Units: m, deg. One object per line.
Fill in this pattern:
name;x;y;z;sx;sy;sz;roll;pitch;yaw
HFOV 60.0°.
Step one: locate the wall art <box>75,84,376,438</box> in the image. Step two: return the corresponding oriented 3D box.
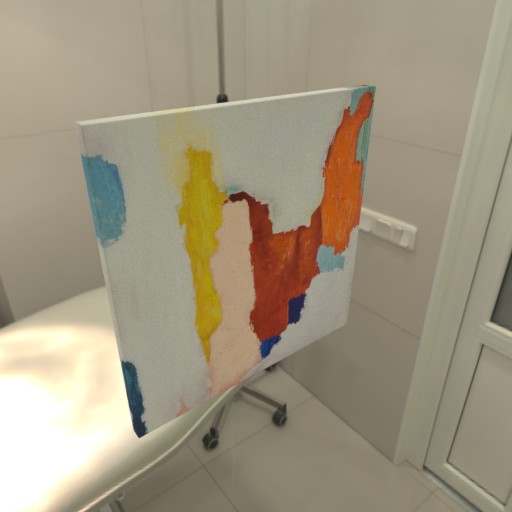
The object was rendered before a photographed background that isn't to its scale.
wall art;0.000;0.000;1.211;0.814;0.814;0.037;-20;35;-33
